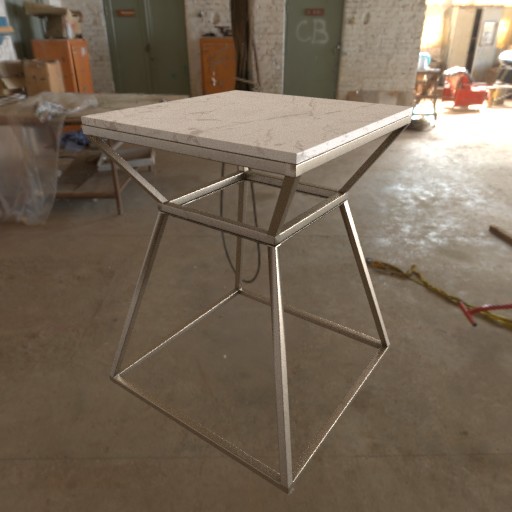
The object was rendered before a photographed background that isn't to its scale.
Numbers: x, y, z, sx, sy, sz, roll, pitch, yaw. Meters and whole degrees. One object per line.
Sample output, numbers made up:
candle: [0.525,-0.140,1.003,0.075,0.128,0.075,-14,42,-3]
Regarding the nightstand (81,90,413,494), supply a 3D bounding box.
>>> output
nightstand: [0.000,0.000,0.881,0.455,0.554,0.455,18,33,31]
